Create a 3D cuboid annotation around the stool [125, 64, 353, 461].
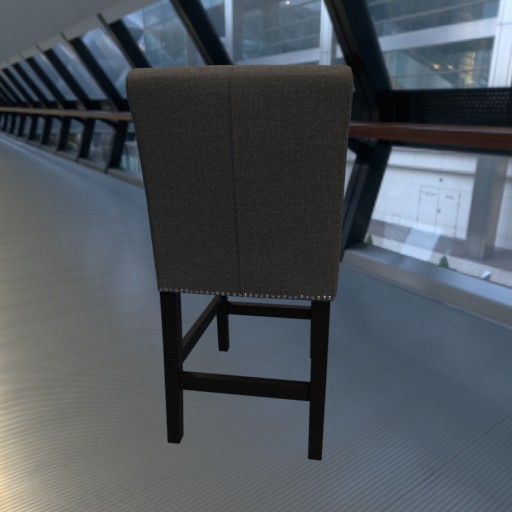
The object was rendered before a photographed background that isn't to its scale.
[{"bbox_3d":[0.000,0.000,1.176,0.427,0.885,0.571,3,18,8],"label":"stool"}]
